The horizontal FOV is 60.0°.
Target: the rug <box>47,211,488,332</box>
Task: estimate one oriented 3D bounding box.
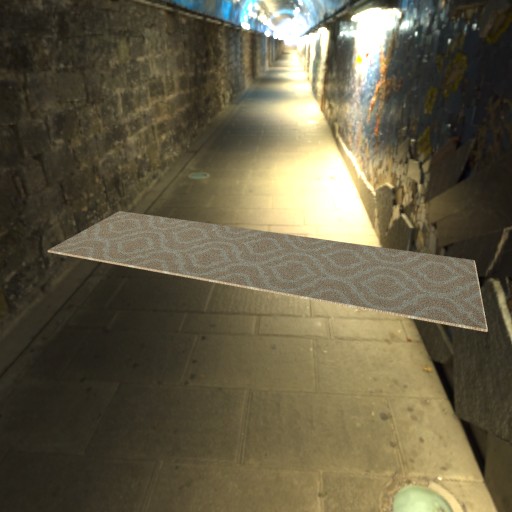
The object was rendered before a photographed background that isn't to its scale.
[{"bbox_3d":[0.000,0.000,2.476,2.289,0.013,0.691,9,27,18],"label":"rug"}]
